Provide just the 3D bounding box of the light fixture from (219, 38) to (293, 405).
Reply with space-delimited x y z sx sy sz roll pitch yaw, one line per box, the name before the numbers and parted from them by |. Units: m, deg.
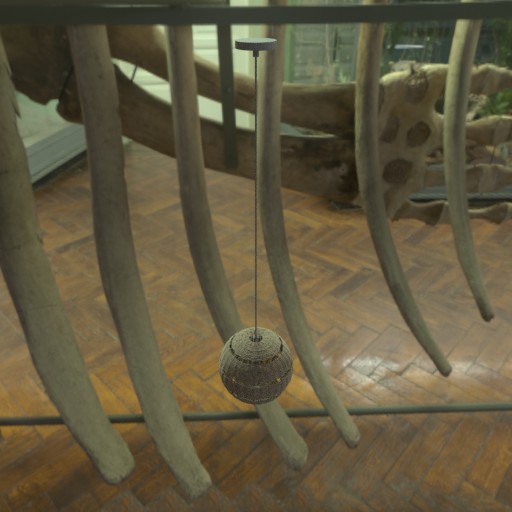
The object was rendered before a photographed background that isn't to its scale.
light fixture | 0.000 0.000 2.294 0.457 2.019 0.457 -1 32 -1
